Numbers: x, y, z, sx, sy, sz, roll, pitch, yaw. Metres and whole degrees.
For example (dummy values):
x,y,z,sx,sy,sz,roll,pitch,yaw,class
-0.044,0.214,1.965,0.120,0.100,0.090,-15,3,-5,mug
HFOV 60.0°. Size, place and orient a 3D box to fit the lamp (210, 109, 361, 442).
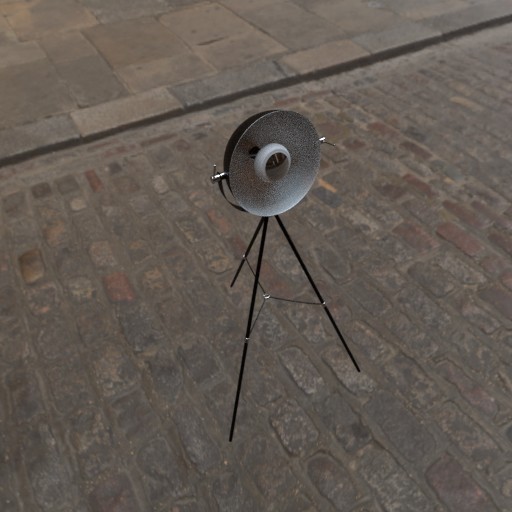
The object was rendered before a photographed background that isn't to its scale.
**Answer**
x,y,z,sx,sy,sz,roll,pitch,yaw,class
0.000,0.000,2.056,0.817,1.512,0.920,-24,51,-21,lamp
